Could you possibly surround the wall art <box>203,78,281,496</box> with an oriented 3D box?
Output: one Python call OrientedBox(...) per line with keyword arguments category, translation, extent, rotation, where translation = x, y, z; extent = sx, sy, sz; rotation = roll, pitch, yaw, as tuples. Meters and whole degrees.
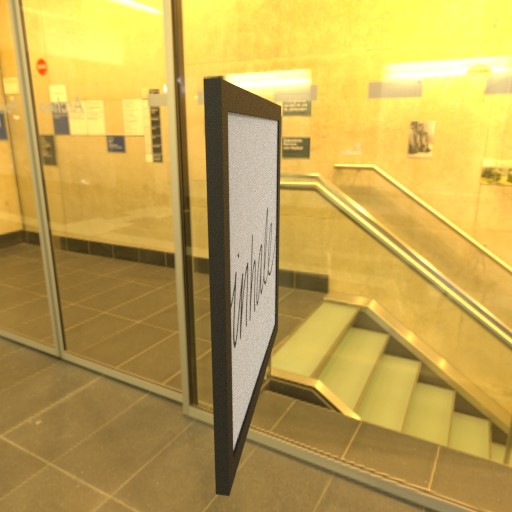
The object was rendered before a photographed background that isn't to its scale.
OrientedBox(category="wall art", translation=(0.000, 0.000, 0.525), extent=(0.013, 0.356, 0.356), rotation=(3, 16, 10))
